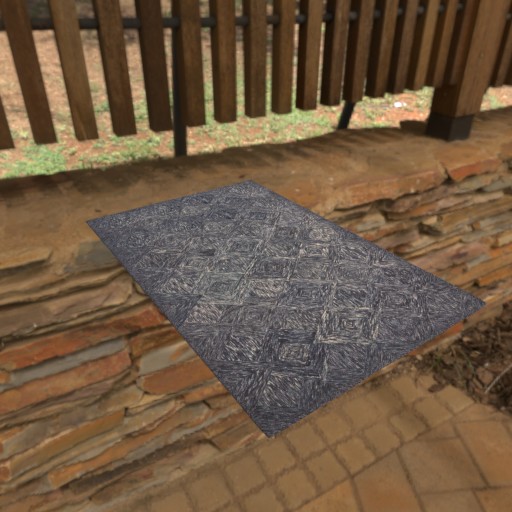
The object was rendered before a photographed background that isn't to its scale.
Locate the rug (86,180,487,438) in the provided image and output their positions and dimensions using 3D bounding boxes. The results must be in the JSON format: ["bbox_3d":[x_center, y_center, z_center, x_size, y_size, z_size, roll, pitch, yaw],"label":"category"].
[{"bbox_3d":[0.000,0.000,2.182,1.139,0.010,1.754,-20,36,-30],"label":"rug"}]
